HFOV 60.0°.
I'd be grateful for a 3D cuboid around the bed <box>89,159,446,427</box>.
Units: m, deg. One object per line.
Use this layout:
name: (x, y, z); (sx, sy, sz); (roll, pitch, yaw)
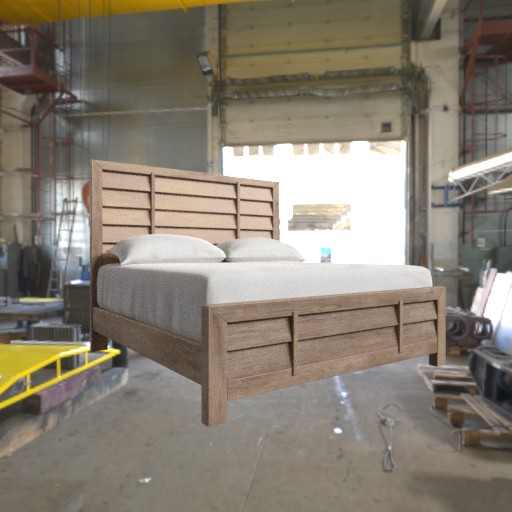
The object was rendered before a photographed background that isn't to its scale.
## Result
bed: (0.000, 0.000, 3.551); (2.032, 1.626, 2.062); (0, 1, -36)
